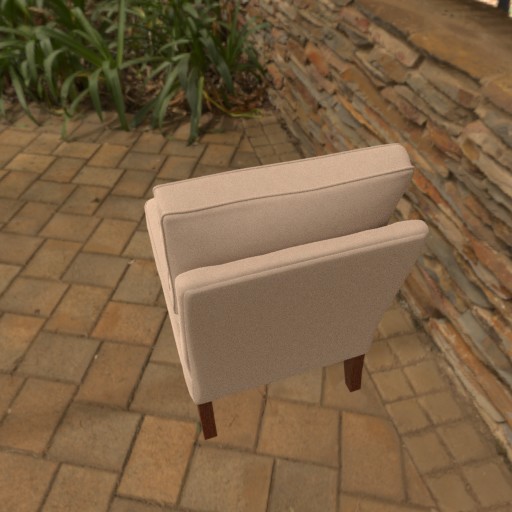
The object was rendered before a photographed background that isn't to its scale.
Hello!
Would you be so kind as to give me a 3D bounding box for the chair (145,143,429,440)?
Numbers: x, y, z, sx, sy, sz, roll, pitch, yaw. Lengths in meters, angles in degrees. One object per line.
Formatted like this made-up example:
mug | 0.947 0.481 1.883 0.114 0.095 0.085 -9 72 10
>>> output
chair | 0.000 0.000 1.666 0.724 1.052 0.912 -13 43 -14
